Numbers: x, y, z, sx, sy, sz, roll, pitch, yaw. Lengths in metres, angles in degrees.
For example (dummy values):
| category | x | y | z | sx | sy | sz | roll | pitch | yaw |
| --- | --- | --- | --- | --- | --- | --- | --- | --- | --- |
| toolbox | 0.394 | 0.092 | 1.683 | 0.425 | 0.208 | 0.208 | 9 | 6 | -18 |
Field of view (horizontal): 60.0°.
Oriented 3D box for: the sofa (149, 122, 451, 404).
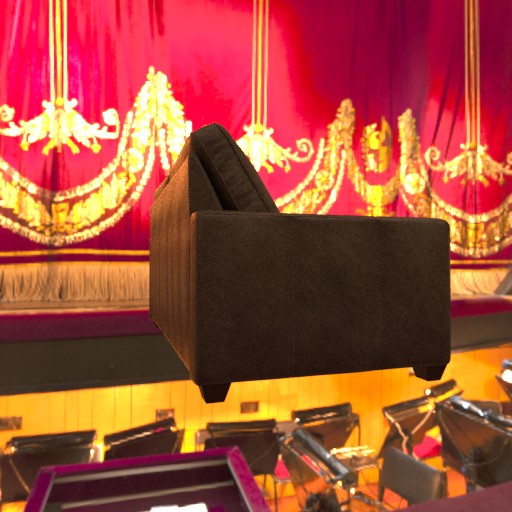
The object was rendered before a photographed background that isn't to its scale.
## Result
| category | x | y | z | sx | sy | sz | roll | pitch | yaw |
| --- | --- | --- | --- | --- | --- | --- | --- | --- | --- |
| sofa | 0.000 | 0.000 | 2.265 | 0.939 | 0.916 | 1.732 | 0 | -1 | -18 |
